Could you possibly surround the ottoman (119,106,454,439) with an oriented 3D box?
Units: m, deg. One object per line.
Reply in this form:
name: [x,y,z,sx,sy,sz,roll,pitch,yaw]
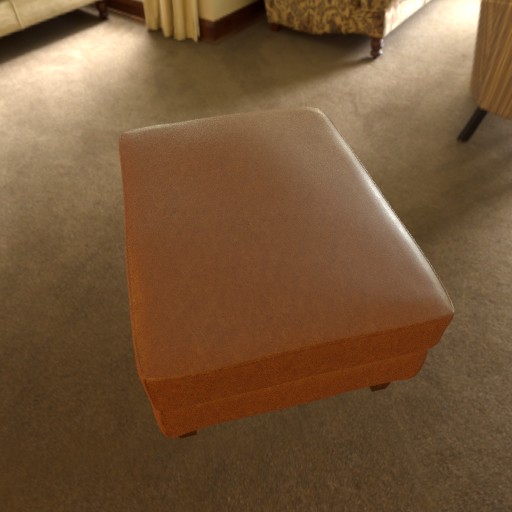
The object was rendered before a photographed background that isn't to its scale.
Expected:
ottoman: [0.000,0.000,1.240,0.650,0.485,0.851,-11,49,-9]
